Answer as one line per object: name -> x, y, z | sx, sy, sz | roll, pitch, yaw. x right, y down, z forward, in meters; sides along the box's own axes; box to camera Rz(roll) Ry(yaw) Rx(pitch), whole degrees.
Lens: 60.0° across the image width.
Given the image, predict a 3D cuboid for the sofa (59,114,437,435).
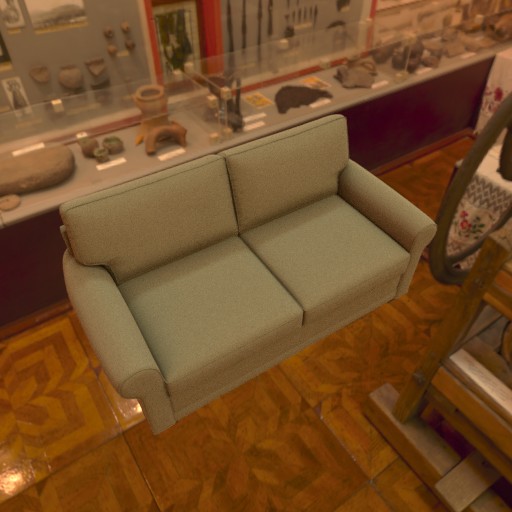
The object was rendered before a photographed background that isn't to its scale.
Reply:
sofa -> 0.000, 0.000, 2.469 | 1.930, 0.952, 0.940 | -24, 50, -22
